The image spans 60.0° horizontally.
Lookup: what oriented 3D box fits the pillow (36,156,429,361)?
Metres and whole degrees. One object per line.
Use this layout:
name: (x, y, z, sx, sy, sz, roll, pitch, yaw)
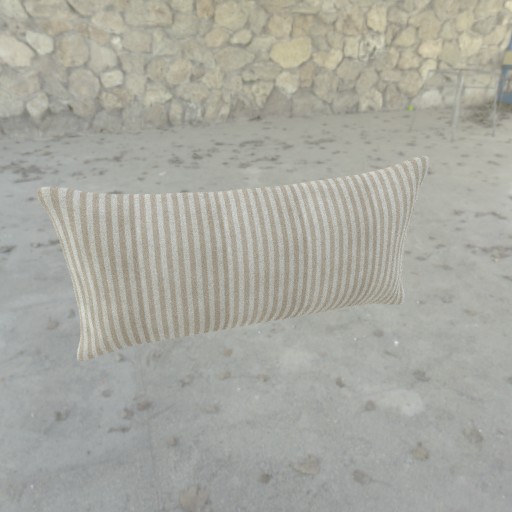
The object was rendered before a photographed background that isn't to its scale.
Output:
pillow: (0.000, 0.000, 0.740, 0.617, 0.295, 0.151, -8, 28, -15)
